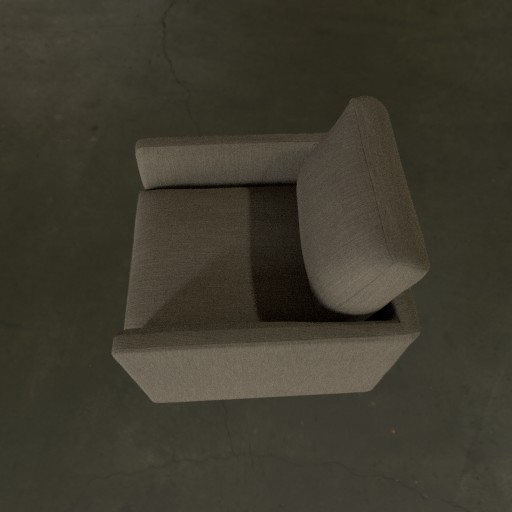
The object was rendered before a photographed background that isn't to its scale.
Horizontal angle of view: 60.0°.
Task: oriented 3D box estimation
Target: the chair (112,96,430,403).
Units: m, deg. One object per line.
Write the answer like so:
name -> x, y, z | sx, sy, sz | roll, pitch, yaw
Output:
chair -> 0.000, 0.000, 1.479 | 0.834, 0.811, 0.763 | -3, 59, -2
